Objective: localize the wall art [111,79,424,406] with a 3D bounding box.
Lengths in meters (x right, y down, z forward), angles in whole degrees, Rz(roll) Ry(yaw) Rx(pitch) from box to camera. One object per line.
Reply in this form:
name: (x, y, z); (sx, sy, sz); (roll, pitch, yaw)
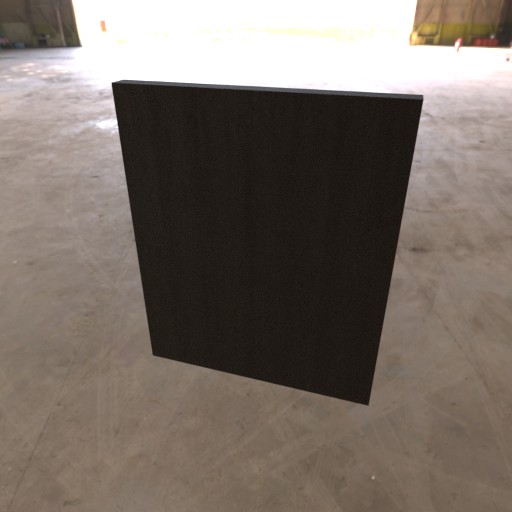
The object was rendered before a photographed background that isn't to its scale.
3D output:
wall art: (0.000, 0.000, 0.771); (0.455, 0.552, 0.034); (9, 31, 15)
